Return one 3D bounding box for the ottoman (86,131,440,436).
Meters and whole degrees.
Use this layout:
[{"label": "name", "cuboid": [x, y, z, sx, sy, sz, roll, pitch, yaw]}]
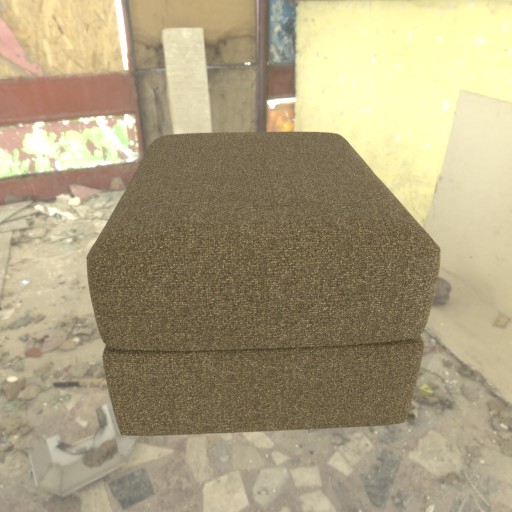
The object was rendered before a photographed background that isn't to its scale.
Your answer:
[{"label": "ottoman", "cuboid": [0.000, 0.000, 1.095, 0.598, 0.476, 0.742, -2, 30, -3]}]
